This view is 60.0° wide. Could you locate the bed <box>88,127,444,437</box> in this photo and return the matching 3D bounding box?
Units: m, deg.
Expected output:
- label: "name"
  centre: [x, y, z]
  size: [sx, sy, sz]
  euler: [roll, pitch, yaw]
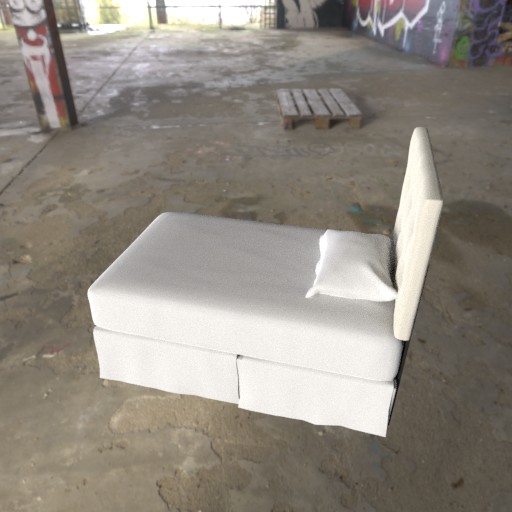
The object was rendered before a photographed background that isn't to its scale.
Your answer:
- label: "bed"
  centre: [0.000, 0.000, 2.983]
  size: [1.997, 1.571, 1.261]
  euler: [8, 33, 12]
